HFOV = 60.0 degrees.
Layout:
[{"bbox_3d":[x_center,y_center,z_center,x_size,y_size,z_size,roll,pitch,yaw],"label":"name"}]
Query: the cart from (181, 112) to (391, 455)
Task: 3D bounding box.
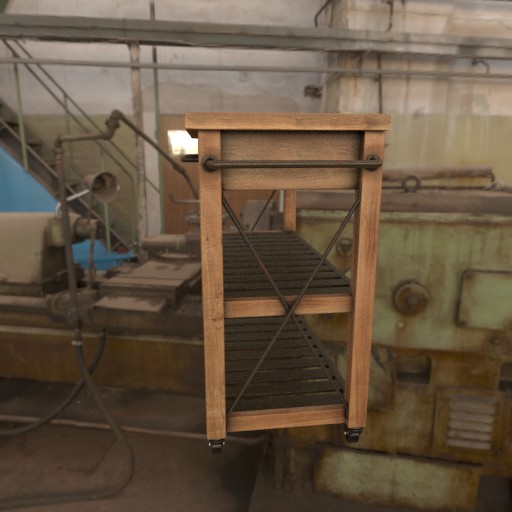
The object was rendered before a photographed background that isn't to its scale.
[{"bbox_3d":[0.000,0.000,0.976,0.298,0.554,0.686,-2,14,-7],"label":"cart"}]
